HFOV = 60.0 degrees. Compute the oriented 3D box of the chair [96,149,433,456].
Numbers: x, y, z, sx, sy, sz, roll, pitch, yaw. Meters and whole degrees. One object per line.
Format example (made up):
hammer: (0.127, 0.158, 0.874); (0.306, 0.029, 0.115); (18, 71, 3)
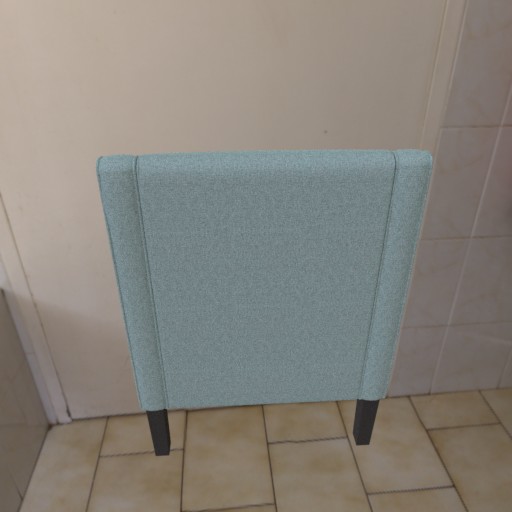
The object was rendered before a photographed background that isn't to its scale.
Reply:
chair: (0.000, 0.000, 1.809); (0.857, 1.133, 1.025); (-2, 30, -3)
